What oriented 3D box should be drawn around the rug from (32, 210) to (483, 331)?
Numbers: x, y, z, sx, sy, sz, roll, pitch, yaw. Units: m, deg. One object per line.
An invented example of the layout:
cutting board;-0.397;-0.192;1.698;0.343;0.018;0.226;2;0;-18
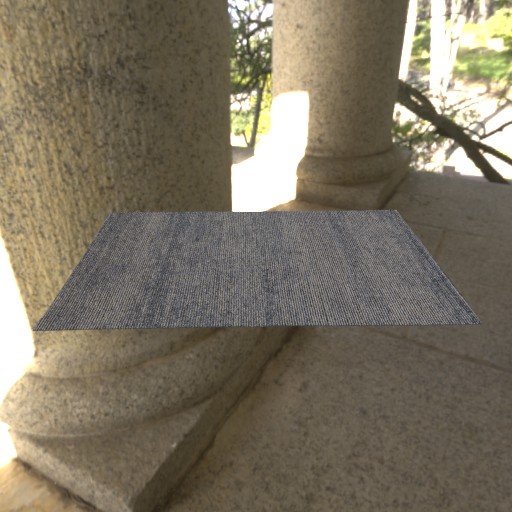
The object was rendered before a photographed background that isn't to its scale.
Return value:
rug;0.000;0.000;2.190;1.740;0.010;1.135;-1;29;-1
